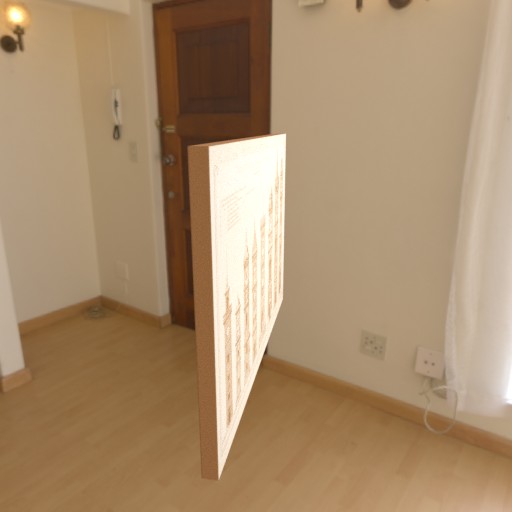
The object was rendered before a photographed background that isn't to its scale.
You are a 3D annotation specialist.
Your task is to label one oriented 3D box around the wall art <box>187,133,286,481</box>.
[{"bbox_3d":[0.000,0.000,1.176,0.033,0.608,0.915,3,17,10],"label":"wall art"}]
